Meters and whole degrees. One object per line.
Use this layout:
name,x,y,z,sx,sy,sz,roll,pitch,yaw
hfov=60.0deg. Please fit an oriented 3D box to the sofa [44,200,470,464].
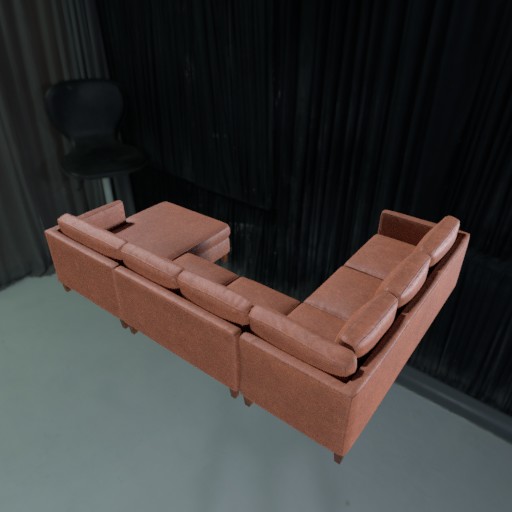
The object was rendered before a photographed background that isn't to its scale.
sofa,0.000,0.000,4.563,3.460,0.923,2.593,22,39,31
